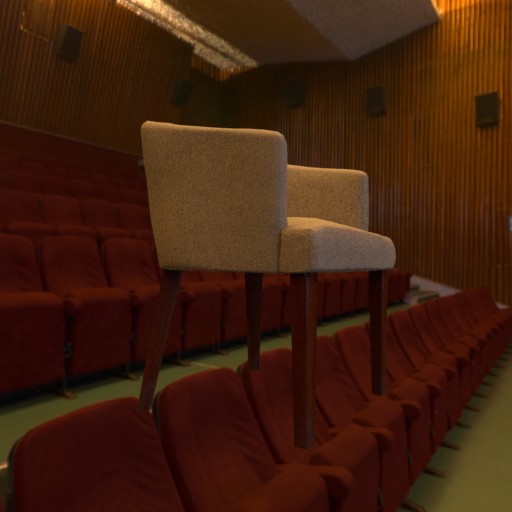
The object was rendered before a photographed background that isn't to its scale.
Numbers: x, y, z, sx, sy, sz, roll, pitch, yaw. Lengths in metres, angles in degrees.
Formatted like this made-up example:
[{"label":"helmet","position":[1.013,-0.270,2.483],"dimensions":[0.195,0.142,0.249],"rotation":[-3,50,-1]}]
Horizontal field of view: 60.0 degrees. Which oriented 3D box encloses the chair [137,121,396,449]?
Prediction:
[{"label":"chair","position":[0.000,0.000,1.285],"dimensions":[0.655,0.811,0.583],"rotation":[-1,-1,34]}]
